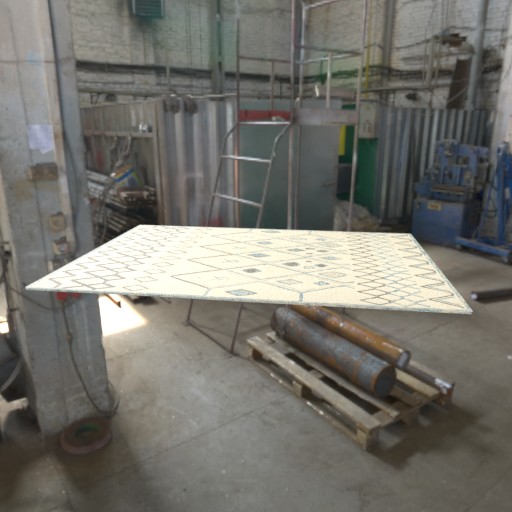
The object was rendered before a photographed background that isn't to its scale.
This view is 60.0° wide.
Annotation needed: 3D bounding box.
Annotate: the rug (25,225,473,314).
[{"bbox_3d":[0.000,0.000,2.367,1.820,0.009,1.260,2,17,8],"label":"rug"}]
